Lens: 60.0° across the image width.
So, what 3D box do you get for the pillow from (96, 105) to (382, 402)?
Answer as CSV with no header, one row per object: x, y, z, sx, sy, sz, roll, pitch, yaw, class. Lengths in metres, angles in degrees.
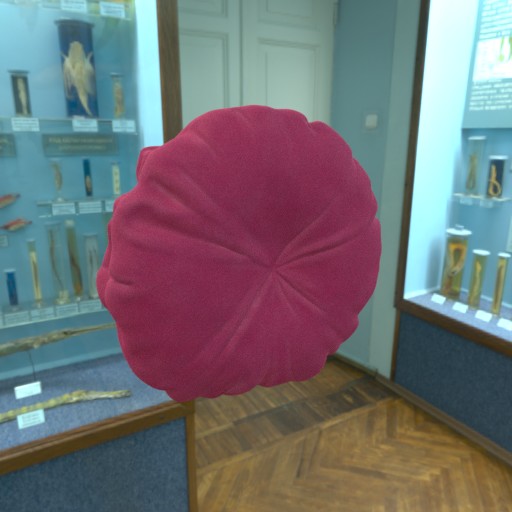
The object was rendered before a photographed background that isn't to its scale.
0.000,0.000,0.630,0.428,0.407,0.148,-8,17,-26,pillow
